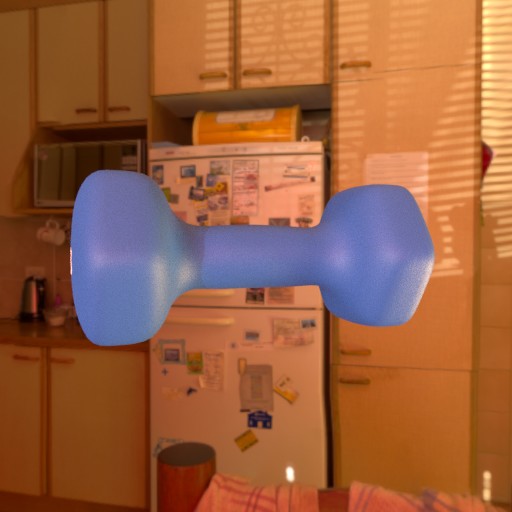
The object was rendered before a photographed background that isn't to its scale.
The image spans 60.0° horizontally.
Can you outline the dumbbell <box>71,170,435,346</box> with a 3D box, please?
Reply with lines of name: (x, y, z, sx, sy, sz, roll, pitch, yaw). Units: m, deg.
dumbbell: (0.000, 0.000, 0.276, 0.212, 0.093, 0.103, 0, 1, -18)
